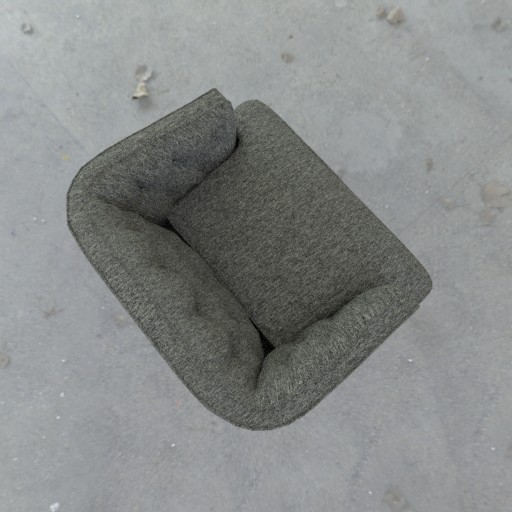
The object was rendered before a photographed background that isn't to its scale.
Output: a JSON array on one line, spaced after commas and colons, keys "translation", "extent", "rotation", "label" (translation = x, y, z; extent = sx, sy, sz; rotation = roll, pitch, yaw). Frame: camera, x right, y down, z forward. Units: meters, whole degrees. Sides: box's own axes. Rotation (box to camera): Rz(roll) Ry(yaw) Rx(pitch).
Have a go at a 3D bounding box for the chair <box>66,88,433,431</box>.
[{"translation": [0.000, 0.000, 1.757], "extent": [0.941, 0.852, 1.104], "rotation": [-39, 79, -9], "label": "chair"}]
